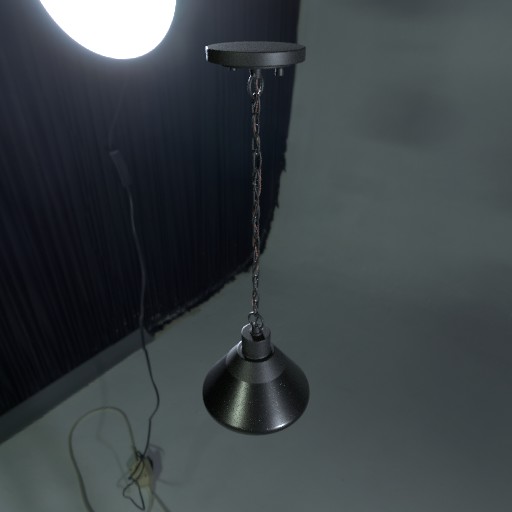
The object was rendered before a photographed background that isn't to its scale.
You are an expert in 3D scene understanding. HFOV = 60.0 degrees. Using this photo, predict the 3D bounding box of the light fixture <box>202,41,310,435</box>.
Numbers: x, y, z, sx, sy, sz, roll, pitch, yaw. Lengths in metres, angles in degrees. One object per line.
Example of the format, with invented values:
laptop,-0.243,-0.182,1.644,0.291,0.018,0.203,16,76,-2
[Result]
light fixture,0.000,0.000,0.685,0.201,0.588,0.201,19,36,29
